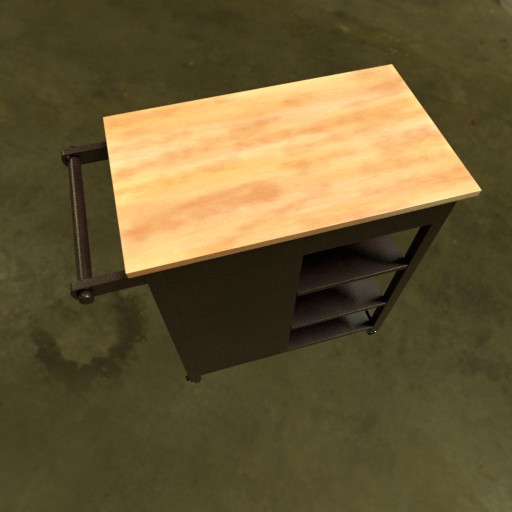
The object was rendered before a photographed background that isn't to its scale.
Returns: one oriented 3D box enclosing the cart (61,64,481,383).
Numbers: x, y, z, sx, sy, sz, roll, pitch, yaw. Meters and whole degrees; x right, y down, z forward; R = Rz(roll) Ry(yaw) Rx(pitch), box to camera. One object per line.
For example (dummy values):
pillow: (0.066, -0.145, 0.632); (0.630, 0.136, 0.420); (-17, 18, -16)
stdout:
cart: (0.000, 0.000, 1.412); (0.914, 0.878, 0.472); (-13, 59, -8)
